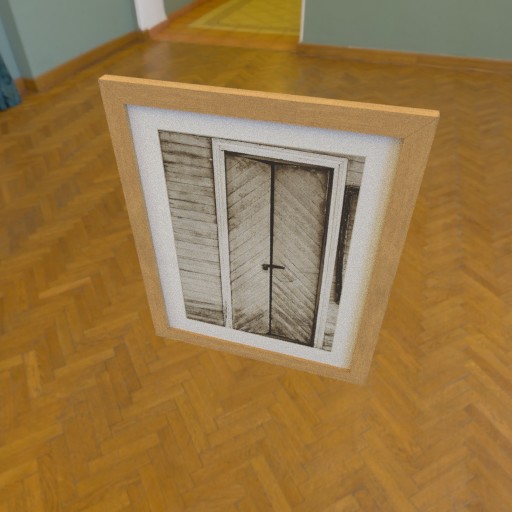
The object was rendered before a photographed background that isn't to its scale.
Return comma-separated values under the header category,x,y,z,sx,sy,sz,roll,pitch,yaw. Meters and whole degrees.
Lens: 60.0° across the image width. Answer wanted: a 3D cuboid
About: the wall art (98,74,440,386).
category,x,y,z,sx,sy,sz,roll,pitch,yaw
wall art,0.000,0.000,0.764,0.460,0.561,0.020,11,42,12
